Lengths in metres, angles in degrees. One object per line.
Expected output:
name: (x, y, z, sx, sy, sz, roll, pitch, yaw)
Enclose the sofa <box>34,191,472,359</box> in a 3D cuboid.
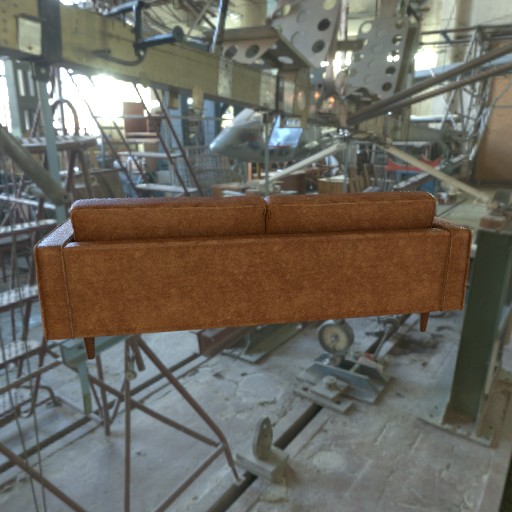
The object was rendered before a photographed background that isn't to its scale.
sofa: (0.000, 0.000, 2.593, 2.199, 0.779, 0.886, -3, 16, -10)
